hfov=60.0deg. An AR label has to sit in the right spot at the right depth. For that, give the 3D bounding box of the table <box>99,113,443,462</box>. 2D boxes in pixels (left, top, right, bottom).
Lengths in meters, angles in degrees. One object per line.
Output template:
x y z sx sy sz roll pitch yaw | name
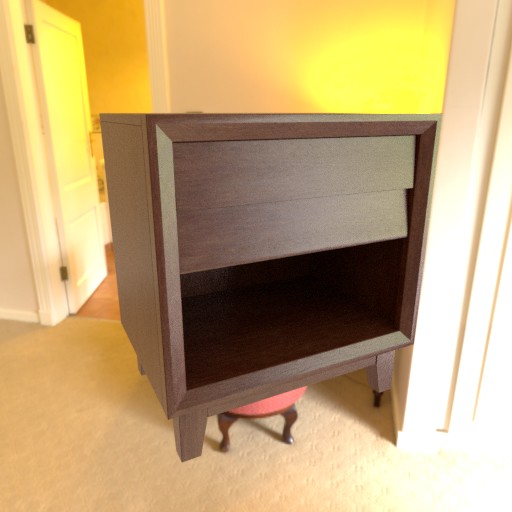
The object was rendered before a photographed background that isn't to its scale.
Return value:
0.000 0.000 0.994 0.557 0.609 0.449 -9 20 -26 | table
